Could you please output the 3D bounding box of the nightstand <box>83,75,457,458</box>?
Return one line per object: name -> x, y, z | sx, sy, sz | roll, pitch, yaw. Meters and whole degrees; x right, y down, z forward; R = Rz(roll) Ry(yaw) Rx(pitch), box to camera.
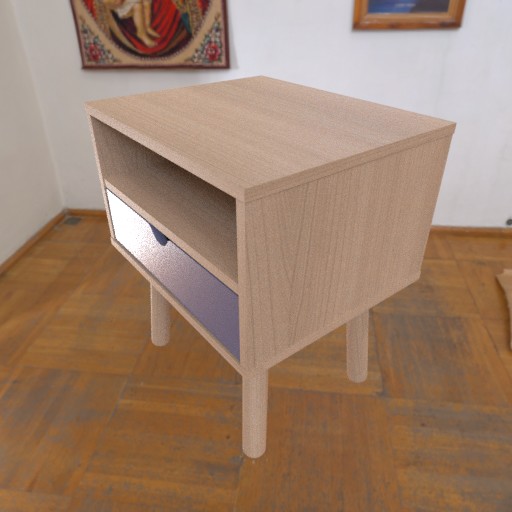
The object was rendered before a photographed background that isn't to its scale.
nightstand -> 0.000, 0.000, 0.829 | 0.380, 0.530, 0.450 | -23, 39, -31
